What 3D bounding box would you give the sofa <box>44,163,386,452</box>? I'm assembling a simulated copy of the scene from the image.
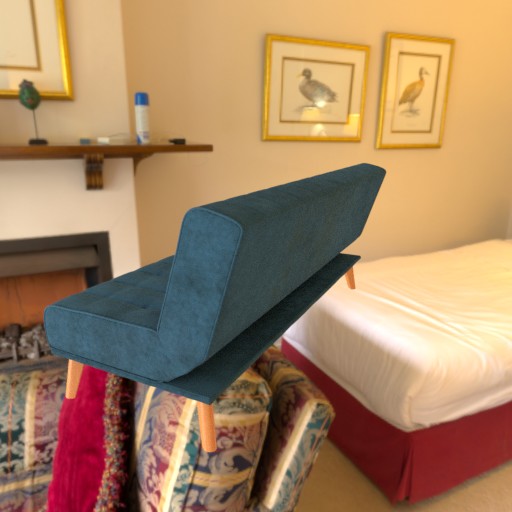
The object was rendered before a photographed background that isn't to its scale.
[{"bbox_3d":[0.000,0.000,2.209,0.855,0.813,1.804,8,18,26],"label":"sofa"}]
